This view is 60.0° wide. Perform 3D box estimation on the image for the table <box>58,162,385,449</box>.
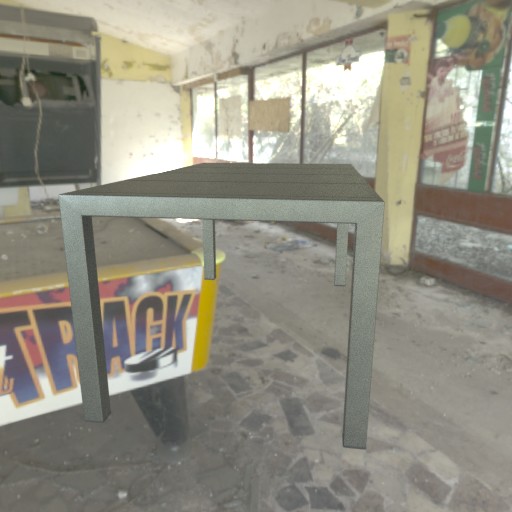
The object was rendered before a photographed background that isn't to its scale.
[{"bbox_3d":[0.000,0.000,1.257,0.559,0.460,0.965,2,15,8],"label":"table"}]
